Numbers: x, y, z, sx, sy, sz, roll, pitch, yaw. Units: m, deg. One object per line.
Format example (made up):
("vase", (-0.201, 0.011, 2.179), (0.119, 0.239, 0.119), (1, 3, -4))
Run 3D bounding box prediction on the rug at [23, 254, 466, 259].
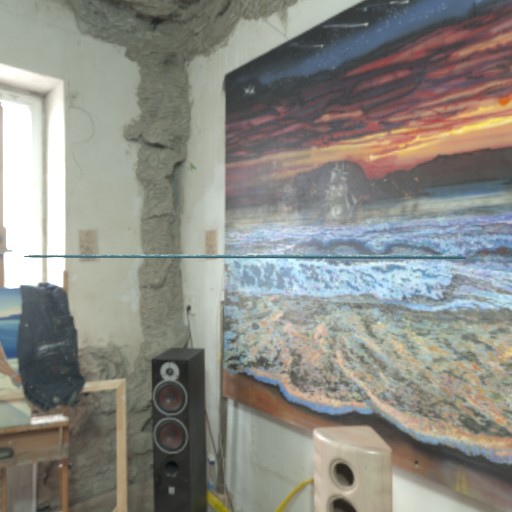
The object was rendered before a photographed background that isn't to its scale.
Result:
("rug", (0.000, 0.000, 3.454), (2.746, 0.018, 1.816), (0, 0, 18))
